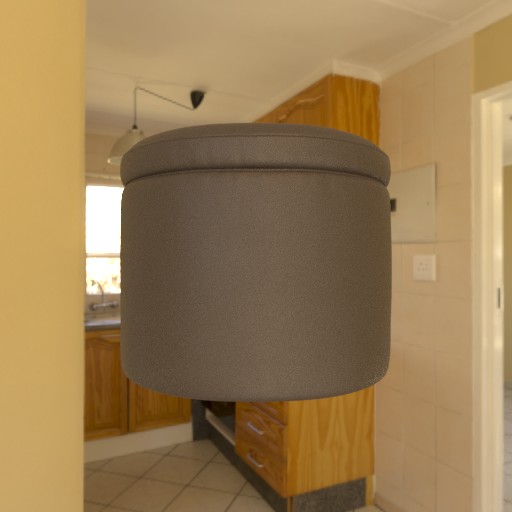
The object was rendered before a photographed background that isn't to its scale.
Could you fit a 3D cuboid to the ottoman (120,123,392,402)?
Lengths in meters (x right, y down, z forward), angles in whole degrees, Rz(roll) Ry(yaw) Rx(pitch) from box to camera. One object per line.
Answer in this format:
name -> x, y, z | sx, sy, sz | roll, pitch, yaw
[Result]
ottoman -> 0.000, 0.000, 0.851 | 0.500, 0.409, 0.500 | 0, 0, 0
